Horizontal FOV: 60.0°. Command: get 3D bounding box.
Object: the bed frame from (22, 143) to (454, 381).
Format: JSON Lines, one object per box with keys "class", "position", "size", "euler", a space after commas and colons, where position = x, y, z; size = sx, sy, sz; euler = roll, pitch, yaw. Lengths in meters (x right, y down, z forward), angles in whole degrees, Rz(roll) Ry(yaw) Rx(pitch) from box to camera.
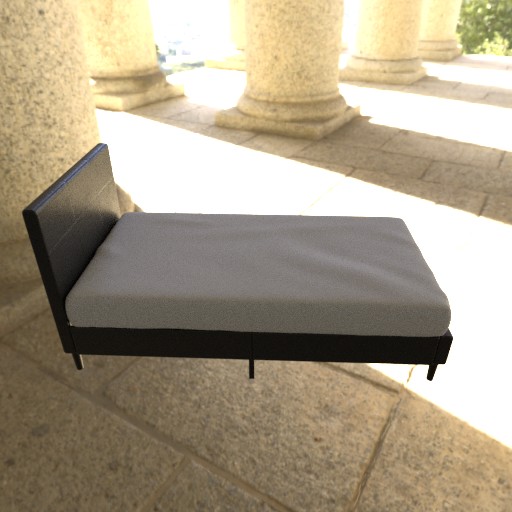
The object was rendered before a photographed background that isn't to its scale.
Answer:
{"class": "bed frame", "position": [0.000, 0.000, 2.533], "size": [2.152, 1.046, 1.038], "euler": [1, 32, 2]}
